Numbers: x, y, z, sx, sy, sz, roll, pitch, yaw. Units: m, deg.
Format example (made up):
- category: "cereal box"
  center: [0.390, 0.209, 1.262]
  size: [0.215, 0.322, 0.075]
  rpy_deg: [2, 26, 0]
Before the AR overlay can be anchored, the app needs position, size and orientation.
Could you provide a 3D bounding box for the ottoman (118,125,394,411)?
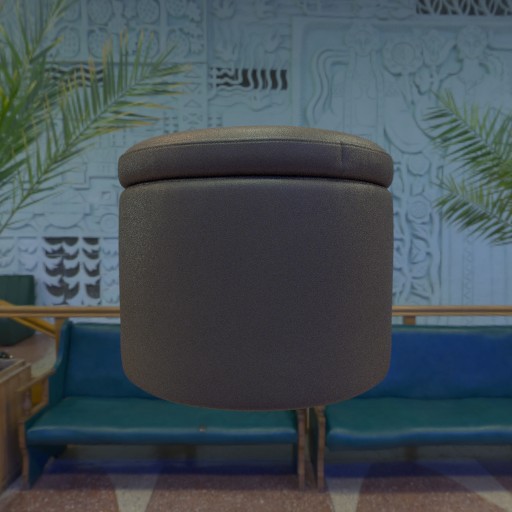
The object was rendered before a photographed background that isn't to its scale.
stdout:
- category: "ottoman"
  center: [0.000, 0.000, 0.843]
  size: [0.500, 0.409, 0.500]
  rpy_deg: [0, 3, 0]
